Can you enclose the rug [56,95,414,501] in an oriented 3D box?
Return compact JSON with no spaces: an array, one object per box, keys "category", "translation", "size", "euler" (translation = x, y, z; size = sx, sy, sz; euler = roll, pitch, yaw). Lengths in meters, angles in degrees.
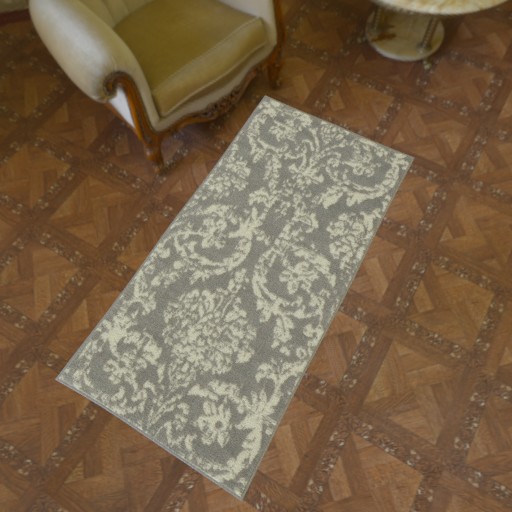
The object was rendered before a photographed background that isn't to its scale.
[{"category":"rug","translation":[0.000,0.000,1.400],"size":[0.604,0.007,1.219],"euler":[27,67,12]}]
